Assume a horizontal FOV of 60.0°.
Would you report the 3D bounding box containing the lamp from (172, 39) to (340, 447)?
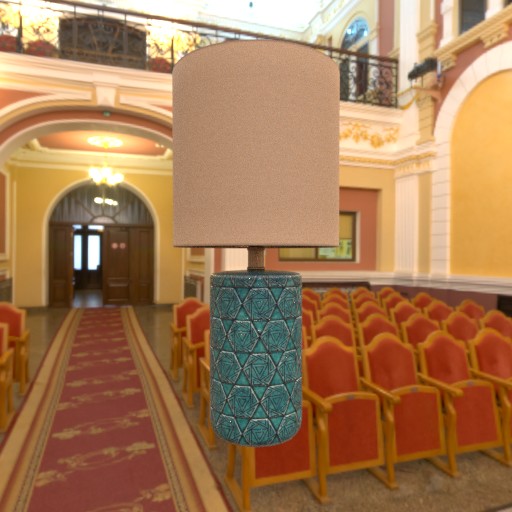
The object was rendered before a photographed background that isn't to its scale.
[{"bbox_3d":[0.000,0.000,0.750,0.278,0.597,0.278,0,0,-19],"label":"lamp"}]
